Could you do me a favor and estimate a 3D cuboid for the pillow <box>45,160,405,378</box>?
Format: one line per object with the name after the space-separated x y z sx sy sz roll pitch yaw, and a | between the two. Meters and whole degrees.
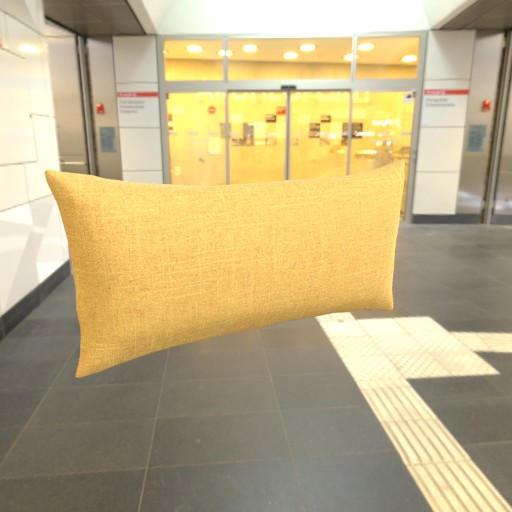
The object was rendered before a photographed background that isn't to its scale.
0.000 0.000 1.044 0.859 0.429 0.197 -7 16 -25 | pillow
